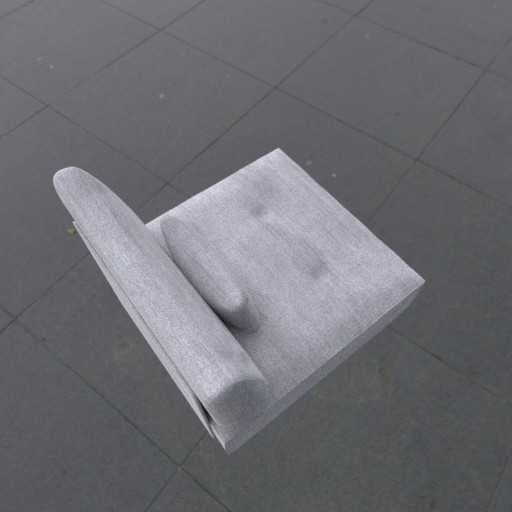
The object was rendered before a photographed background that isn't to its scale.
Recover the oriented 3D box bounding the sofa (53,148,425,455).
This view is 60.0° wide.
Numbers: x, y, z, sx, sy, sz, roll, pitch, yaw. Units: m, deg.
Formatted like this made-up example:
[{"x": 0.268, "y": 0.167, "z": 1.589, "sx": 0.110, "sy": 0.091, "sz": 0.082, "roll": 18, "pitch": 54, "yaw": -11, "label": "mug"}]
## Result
[{"x": 0.000, "y": 0.000, "z": 1.712, "sx": 1.000, "sy": 0.820, "sz": 0.930, "roll": -34, "pitch": 64, "yaw": -19, "label": "sofa"}]
